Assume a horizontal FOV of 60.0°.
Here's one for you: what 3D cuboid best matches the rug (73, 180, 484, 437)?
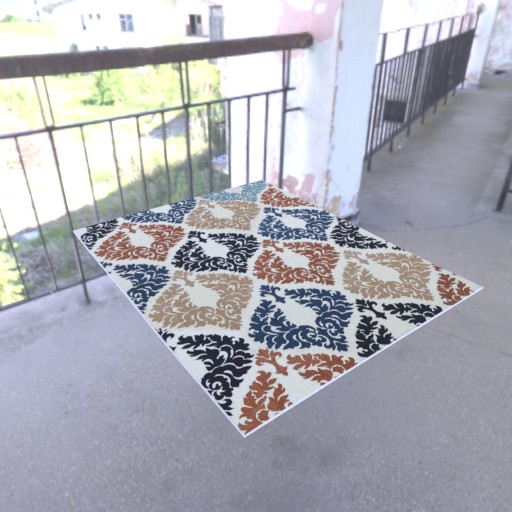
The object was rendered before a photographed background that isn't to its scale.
[{"bbox_3d":[0.000,0.000,4.083,2.423,0.014,3.040,-21,36,-31],"label":"rug"}]
